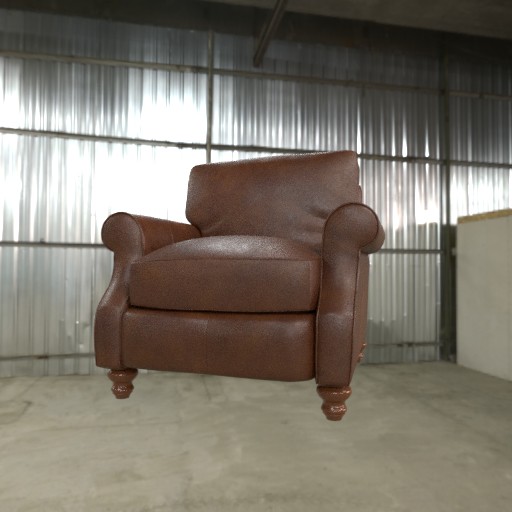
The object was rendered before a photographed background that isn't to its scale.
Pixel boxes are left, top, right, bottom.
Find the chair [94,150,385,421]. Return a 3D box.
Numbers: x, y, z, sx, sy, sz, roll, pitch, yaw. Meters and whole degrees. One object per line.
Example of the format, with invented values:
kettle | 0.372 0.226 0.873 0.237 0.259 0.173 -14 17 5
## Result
chair | 0.000 0.000 1.775 0.989 0.972 0.992 0 -1 17
